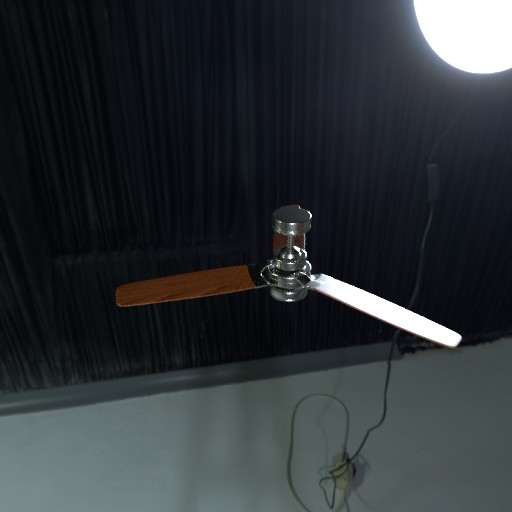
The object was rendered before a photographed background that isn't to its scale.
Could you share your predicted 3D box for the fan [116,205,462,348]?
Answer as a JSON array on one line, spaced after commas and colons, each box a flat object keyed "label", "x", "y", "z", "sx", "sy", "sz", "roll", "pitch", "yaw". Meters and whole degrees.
[{"label": "fan", "x": 0.000, "y": 0.000, "z": 2.045, "sx": 1.271, "sy": 0.410, "sz": 1.416, "roll": -8, "pitch": 31, "yaw": -13}]
